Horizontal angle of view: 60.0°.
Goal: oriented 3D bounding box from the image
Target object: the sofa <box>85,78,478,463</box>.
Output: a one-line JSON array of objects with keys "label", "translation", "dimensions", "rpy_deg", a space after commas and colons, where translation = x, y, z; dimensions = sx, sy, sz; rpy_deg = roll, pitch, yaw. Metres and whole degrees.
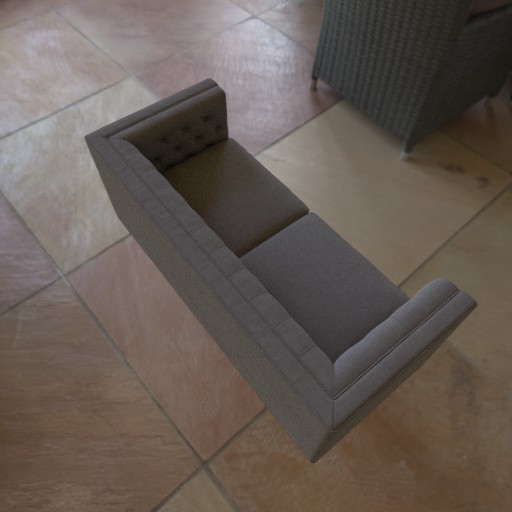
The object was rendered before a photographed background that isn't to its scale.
[{"label": "sofa", "translation": [0.000, 0.000, 2.246], "dimensions": [0.775, 0.762, 1.778], "rpy_deg": [-33, 63, -20]}]
